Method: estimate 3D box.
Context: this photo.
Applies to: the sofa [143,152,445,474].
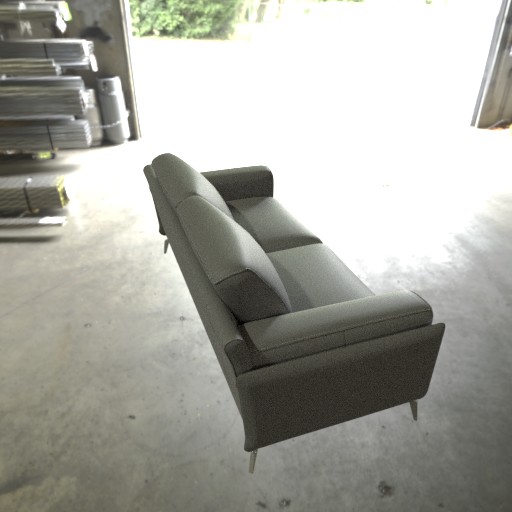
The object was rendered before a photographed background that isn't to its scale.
[{"bbox_3d":[0.000,0.000,2.619,0.969,0.900,2.100,-11,32,-18],"label":"sofa"}]
